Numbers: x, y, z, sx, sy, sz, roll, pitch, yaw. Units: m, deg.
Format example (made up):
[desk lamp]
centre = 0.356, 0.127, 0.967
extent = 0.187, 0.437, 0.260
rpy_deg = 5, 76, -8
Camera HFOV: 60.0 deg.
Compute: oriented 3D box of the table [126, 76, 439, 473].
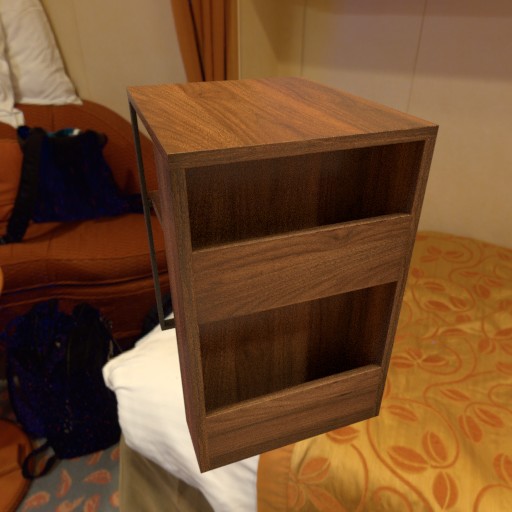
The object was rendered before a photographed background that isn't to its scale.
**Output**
[table]
centre = 0.000, 0.000, 1.559
extent = 0.660, 1.041, 0.786
rpy_deg = -11, 32, -17
